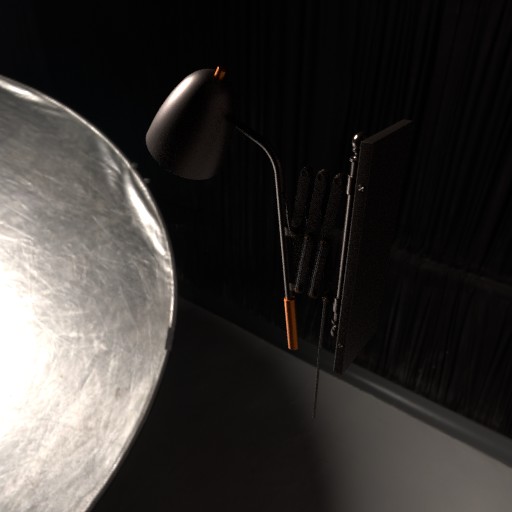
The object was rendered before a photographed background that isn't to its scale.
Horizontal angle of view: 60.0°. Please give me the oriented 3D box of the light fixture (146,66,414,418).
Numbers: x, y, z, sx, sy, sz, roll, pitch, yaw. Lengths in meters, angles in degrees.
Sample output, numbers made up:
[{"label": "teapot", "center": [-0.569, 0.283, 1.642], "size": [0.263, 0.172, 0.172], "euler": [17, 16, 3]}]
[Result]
[{"label": "light fixture", "center": [0.000, 0.000, 0.915], "size": [0.499, 0.715, 0.162], "euler": [21, 36, 31]}]
